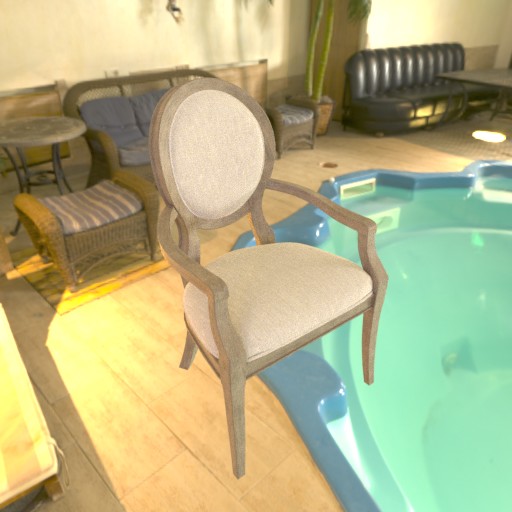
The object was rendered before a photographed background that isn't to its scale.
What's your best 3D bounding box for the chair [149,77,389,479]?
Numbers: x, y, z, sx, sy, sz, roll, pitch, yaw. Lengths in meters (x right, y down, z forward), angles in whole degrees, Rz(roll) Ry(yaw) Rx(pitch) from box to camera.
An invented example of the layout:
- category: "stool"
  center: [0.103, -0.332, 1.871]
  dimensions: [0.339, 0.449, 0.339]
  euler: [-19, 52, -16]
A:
- category: "chair"
  center: [0.000, 0.000, 1.391]
  dimensions: [0.611, 0.991, 0.602]
  euler: [-21, 36, -32]
